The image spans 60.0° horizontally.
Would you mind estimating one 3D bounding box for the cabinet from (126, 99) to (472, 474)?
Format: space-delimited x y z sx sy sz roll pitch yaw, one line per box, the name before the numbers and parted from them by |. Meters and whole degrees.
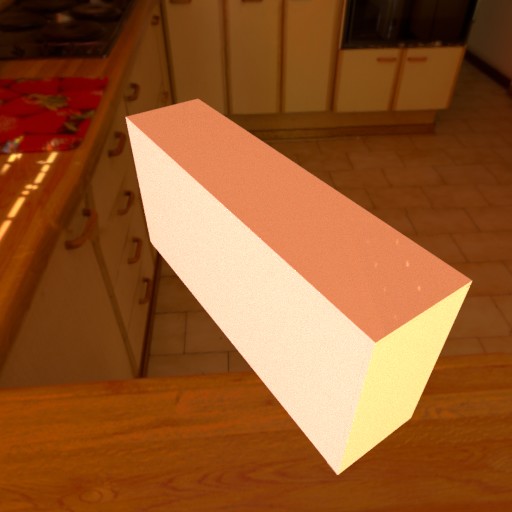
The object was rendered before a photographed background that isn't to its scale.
cabinet | 0.000 0.000 1.984 0.400 0.800 1.650 -24 47 -25
